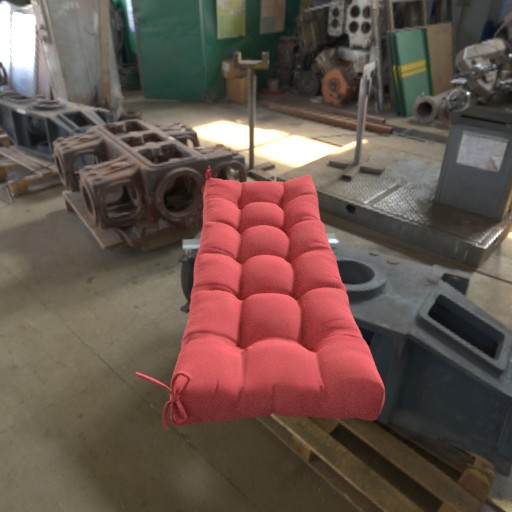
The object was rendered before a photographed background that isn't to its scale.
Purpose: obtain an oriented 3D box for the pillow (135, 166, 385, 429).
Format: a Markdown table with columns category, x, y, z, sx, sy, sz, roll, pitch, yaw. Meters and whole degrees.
| category | x | y | z | sx | sy | sz | roll | pitch | yaw |
| --- | --- | --- | --- | --- | --- | --- | --- | --- | --- |
| pillow | 0.000 | 0.000 | 1.368 | 0.511 | 0.174 | 1.194 | -1 | 32 | -1 |
